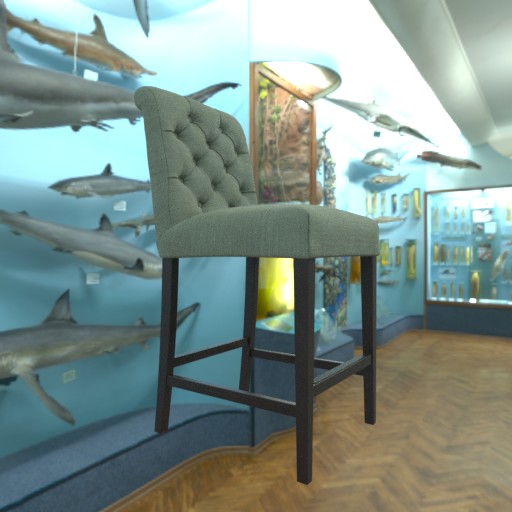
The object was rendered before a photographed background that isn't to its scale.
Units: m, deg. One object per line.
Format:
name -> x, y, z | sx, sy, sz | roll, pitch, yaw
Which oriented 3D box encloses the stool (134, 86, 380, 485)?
stool -> 0.000, 0.000, 1.419 | 0.660, 1.084, 0.486 | 1, 1, 35
